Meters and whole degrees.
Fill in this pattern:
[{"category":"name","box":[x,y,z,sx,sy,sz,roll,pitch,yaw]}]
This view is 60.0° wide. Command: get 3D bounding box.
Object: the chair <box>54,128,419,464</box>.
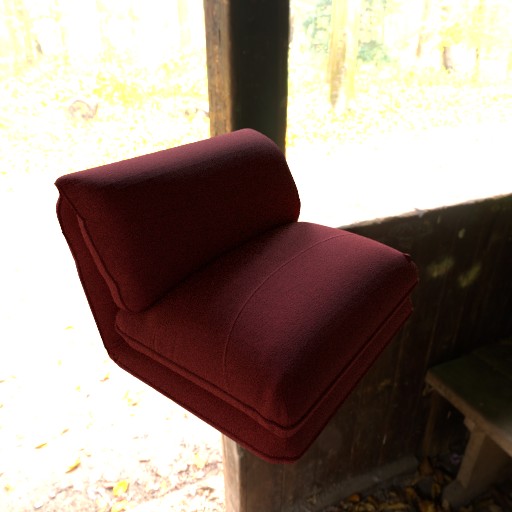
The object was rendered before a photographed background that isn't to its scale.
[{"category":"chair","box":[0.000,0.000,1.321,0.780,0.580,0.820,19,32,32]}]
